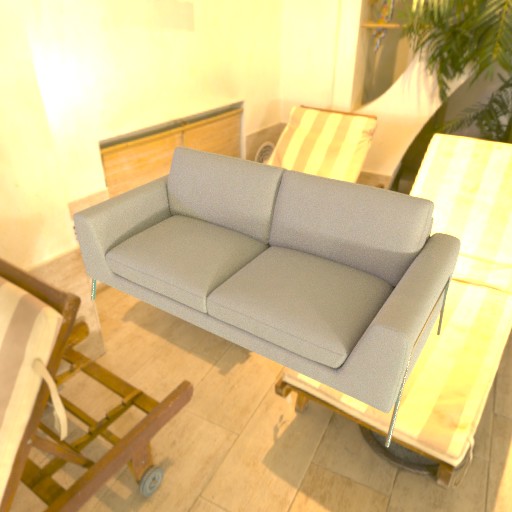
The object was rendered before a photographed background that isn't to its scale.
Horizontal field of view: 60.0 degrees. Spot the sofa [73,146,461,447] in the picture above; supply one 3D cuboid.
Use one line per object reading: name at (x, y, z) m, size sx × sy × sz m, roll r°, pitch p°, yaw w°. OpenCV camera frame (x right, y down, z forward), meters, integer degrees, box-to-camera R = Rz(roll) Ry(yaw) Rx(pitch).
sofa at (0.000, 0.000, 2.560) m, size 2.017 × 0.875 × 0.953 m, roll 19°, pitch 35°, yaw 28°
